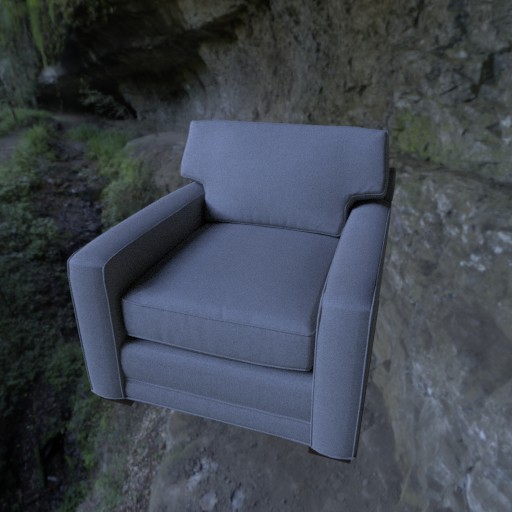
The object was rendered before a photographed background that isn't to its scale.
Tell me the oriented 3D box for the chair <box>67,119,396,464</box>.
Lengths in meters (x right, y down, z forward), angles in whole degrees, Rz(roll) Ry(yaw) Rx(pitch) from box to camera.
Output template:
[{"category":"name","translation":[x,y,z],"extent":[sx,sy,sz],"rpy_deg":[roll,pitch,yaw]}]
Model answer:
[{"category":"chair","translation":[0.000,0.000,1.797],"extent":[0.999,0.934,1.044],"rpy_deg":[8,27,16]}]
